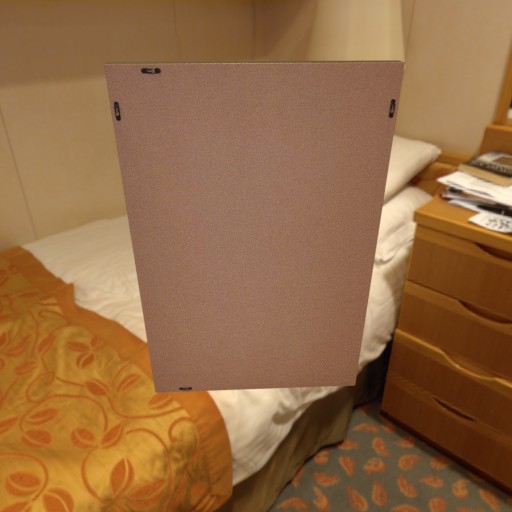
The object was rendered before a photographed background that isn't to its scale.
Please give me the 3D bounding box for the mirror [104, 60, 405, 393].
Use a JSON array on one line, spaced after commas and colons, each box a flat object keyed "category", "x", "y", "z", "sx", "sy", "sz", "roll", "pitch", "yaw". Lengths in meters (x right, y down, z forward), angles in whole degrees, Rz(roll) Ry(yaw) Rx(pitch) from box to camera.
[{"category": "mirror", "x": 0.000, "y": 0.000, "z": 1.136, "sx": 0.609, "sy": 0.915, "sz": 0.040, "roll": -1, "pitch": 30, "yaw": -2}]
